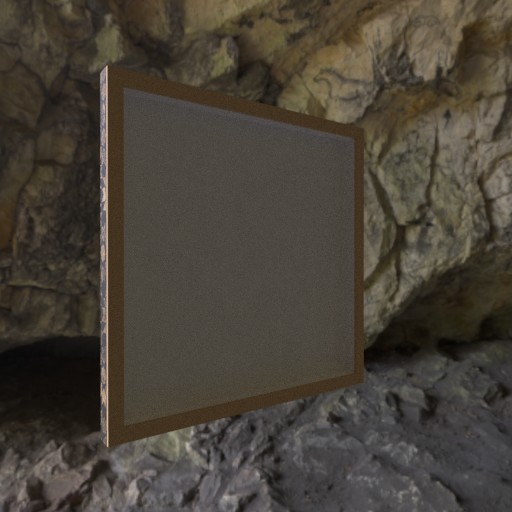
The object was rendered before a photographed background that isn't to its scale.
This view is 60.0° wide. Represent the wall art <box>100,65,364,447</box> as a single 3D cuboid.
[{"bbox_3d":[0.000,0.000,0.901,0.612,0.612,0.038,0,0,-36],"label":"wall art"}]
